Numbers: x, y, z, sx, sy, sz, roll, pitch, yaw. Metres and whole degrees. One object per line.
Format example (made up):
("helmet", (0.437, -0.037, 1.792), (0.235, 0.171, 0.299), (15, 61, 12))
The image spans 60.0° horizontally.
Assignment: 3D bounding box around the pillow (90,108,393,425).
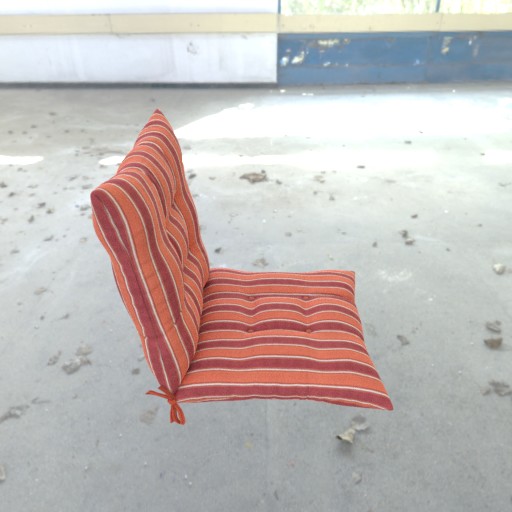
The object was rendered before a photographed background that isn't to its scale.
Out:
("pillow", (0.000, 0.000, 1.014), (0.585, 0.536, 0.541), (1, 32, 1))
